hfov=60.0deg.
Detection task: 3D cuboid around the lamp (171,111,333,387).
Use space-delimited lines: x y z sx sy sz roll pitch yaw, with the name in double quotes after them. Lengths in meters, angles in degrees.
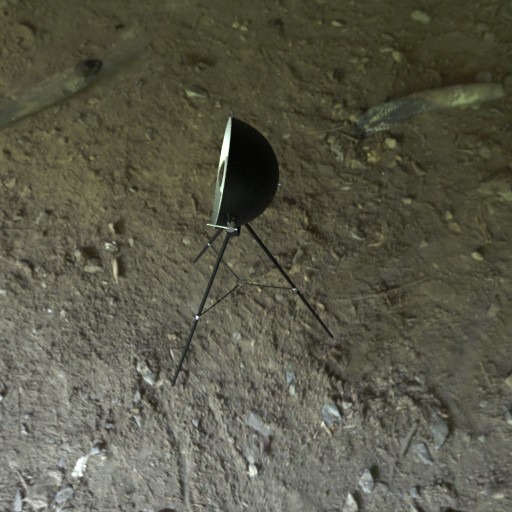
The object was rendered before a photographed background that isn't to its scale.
0.000 0.000 2.033 0.920 1.512 0.817 2 58 1 "lamp"
